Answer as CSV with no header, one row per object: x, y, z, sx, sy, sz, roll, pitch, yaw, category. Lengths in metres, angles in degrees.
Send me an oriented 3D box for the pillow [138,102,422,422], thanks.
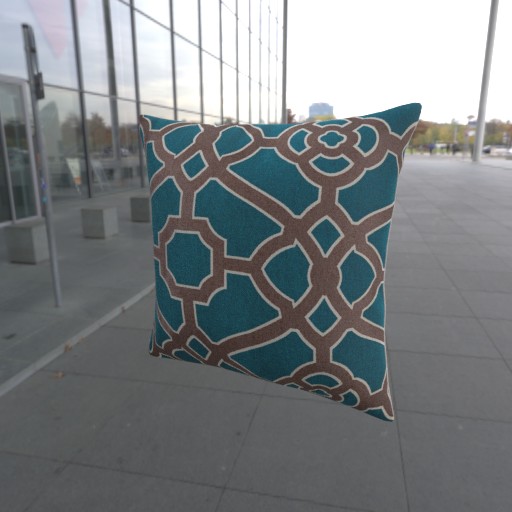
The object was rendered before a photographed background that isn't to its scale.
0.000,0.000,0.801,0.526,0.507,0.166,7,16,27,pillow
